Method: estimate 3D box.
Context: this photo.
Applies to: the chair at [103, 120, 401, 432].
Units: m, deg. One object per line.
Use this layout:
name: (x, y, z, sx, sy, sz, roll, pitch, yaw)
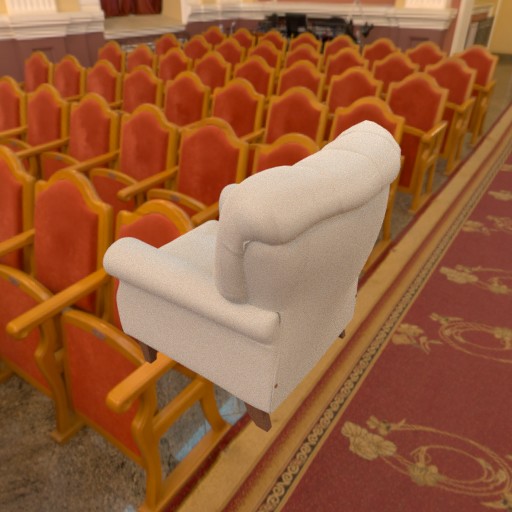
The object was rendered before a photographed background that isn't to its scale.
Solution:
chair: (0.000, 0.000, 2.112, 1.128, 1.217, 1.090, 20, 37, 30)
